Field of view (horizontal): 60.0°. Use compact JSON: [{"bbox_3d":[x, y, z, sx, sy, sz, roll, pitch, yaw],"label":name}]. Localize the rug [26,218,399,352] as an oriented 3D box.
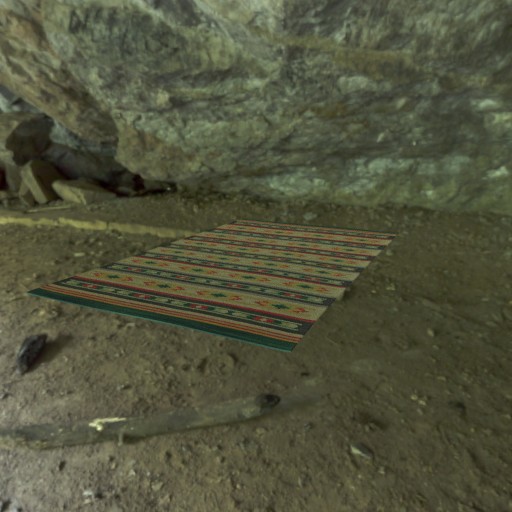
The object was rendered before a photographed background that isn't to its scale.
[{"bbox_3d":[0.000,0.000,3.083,1.520,0.011,2.447,7,17,26],"label":"rug"}]
